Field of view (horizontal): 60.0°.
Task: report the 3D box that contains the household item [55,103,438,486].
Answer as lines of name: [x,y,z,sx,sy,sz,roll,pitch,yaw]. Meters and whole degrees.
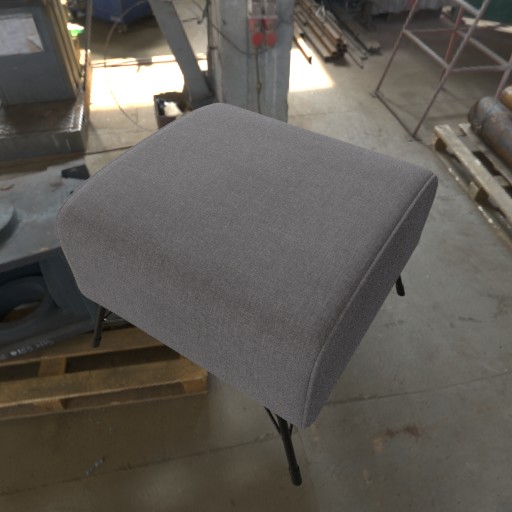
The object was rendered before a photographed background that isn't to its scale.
household item: [0.000,0.000,0.884,0.530,0.410,0.530,25,51,23]
